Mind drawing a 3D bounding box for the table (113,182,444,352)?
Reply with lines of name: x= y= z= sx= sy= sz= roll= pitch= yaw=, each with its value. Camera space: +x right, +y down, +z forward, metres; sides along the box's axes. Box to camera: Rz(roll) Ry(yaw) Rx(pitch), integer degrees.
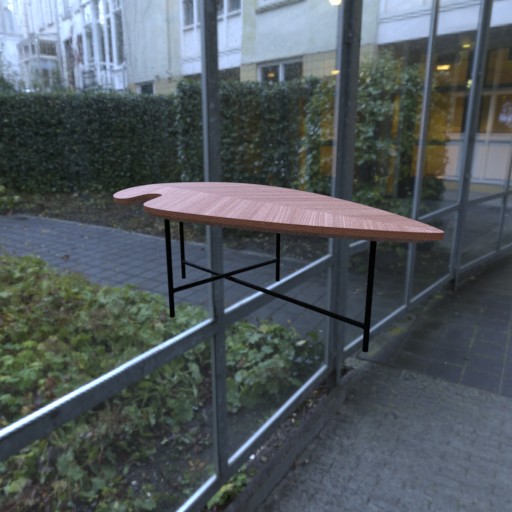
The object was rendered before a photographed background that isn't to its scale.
table: x=0.000 y=0.000 z=1.448 sx=0.598 sy=0.360 sz=1.199 roll=-15 pitch=22 yaw=-42
